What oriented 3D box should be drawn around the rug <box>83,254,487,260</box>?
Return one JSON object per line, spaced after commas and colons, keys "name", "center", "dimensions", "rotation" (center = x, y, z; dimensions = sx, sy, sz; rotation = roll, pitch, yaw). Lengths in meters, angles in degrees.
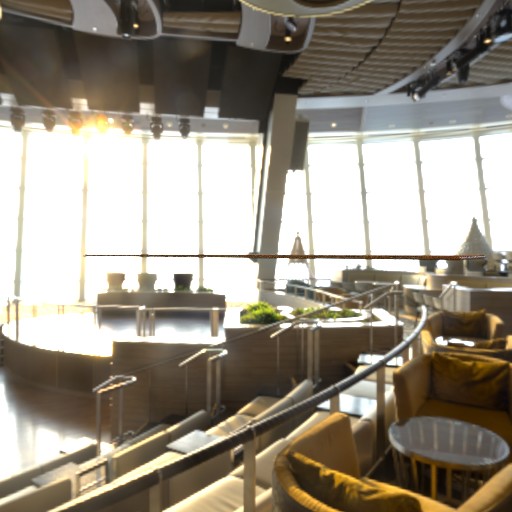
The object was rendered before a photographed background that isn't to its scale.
{"name": "rug", "center": [0.000, 0.000, 2.026], "dimensions": [1.820, 0.013, 0.556], "rotation": [0, 1, 35]}
